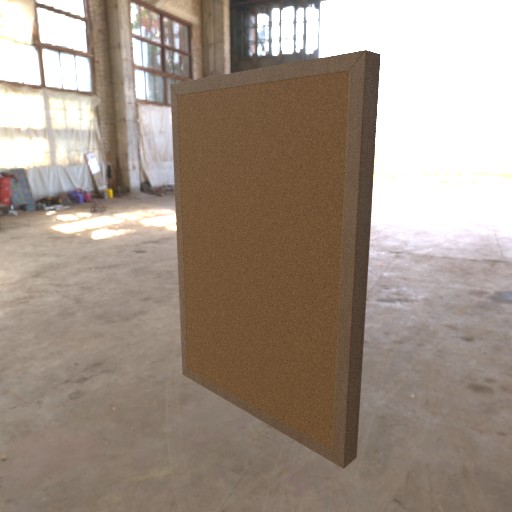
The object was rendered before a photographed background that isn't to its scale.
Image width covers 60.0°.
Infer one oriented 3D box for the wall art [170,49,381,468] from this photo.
[{"bbox_3d":[0.000,0.000,0.654,0.356,0.509,0.031,13,19,43],"label":"wall art"}]
